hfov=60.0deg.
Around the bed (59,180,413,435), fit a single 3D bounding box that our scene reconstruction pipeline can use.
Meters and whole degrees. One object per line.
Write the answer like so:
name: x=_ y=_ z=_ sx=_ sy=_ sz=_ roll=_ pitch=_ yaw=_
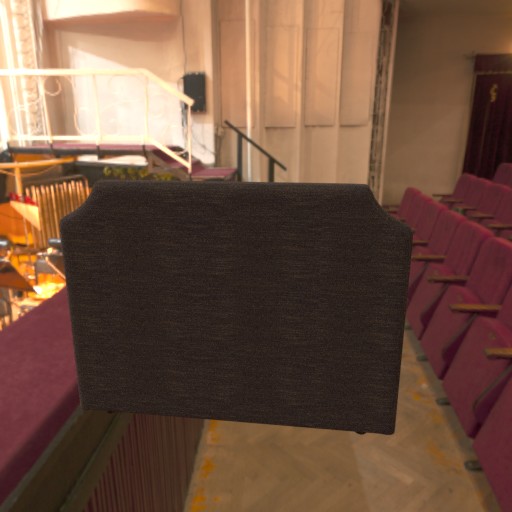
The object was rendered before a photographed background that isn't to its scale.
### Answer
bed: x=0.000 y=0.000 z=3.171 sx=1.693 sy=1.290 sz=2.116 roll=2 pitch=16 yaw=7
